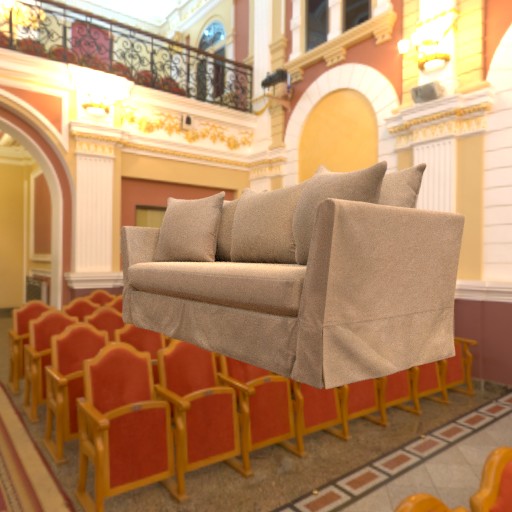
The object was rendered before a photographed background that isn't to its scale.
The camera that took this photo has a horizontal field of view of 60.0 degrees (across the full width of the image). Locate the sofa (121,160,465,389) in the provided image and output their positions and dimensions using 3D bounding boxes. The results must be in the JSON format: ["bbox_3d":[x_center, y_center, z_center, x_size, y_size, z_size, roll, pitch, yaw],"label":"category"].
[{"bbox_3d":[0.000,0.000,2.886,1.031,1.034,2.290,0,0,-37],"label":"sofa"}]
